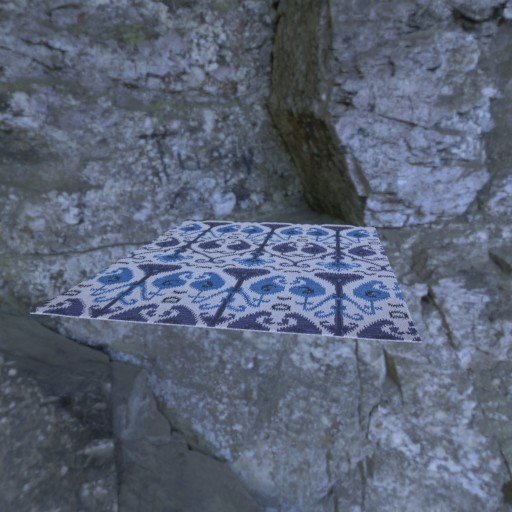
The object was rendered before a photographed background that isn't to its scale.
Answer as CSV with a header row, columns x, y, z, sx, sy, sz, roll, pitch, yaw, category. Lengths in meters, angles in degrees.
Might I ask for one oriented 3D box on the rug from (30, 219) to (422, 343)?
x,y,z,sx,sy,sz,roll,pitch,yaw,category
0.000,0.000,4.201,2.443,0.024,3.228,3,16,9,rug
